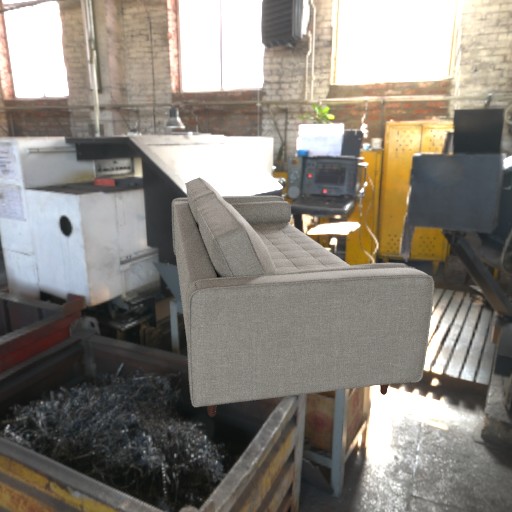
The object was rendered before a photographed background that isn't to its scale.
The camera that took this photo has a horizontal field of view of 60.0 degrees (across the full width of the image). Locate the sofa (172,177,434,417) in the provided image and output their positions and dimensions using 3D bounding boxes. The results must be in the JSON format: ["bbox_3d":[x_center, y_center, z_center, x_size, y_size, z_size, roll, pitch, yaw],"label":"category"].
[{"bbox_3d":[0.000,0.000,2.594,0.914,0.762,2.211,-3,16,-11],"label":"sofa"}]
